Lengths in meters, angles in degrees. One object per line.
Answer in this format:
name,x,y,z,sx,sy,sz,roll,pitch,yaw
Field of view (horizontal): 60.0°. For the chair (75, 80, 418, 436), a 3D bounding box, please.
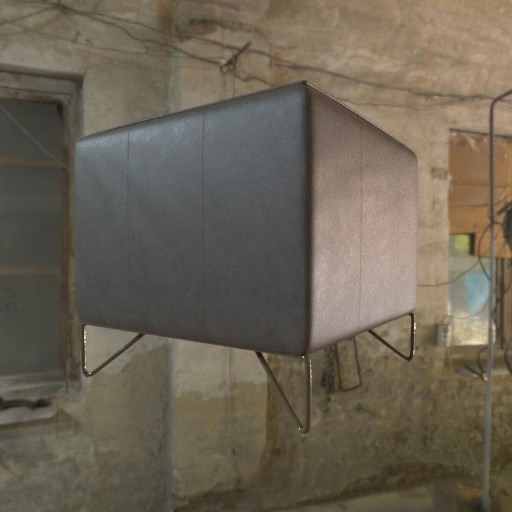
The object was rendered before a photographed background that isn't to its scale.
chair,0.000,0.000,1.553,0.894,0.790,0.880,1,1,35
